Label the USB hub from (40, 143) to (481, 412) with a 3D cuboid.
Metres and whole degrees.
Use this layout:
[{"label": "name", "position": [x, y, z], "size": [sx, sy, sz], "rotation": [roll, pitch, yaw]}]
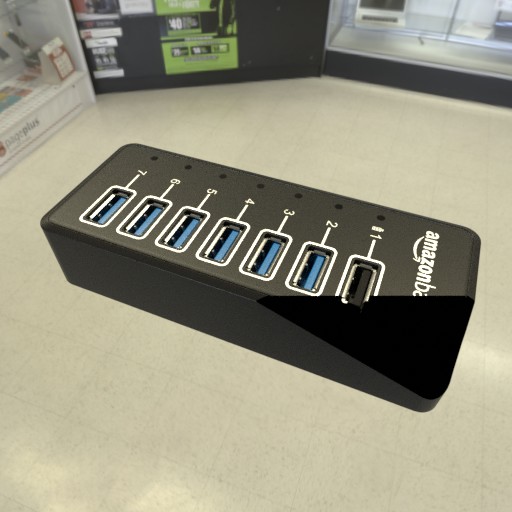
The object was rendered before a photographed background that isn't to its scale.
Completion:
[{"label": "USB hub", "position": [0.000, 0.000, 0.124], "size": [0.110, 0.023, 0.044], "rotation": [17, 49, 15]}]
